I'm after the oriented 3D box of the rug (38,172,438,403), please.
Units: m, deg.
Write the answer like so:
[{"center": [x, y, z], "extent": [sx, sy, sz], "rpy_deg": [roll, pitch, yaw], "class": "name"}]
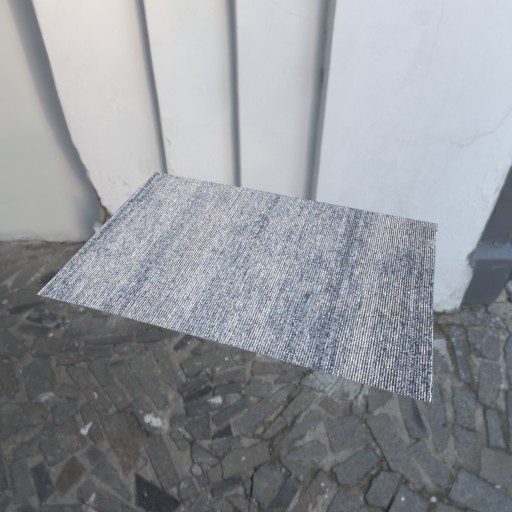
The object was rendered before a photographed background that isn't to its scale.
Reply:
[{"center": [0.000, 0.000, 2.224], "extent": [1.740, 0.010, 1.135], "rpy_deg": [12, 43, 14], "class": "rug"}]
